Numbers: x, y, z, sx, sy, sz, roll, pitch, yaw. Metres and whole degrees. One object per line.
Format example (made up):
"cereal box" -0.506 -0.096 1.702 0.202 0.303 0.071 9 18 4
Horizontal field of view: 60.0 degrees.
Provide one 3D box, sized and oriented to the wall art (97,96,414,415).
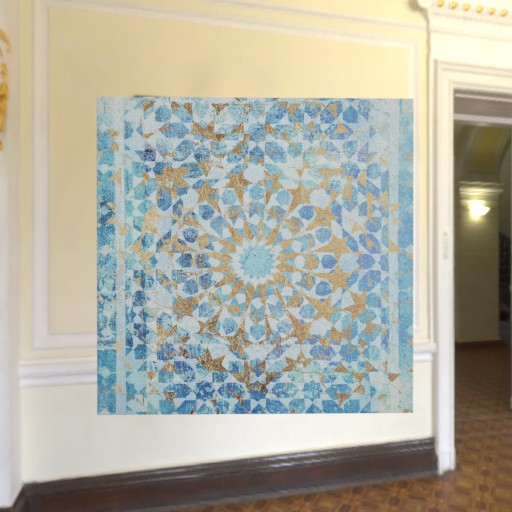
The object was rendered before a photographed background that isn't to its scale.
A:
"wall art" 0.000 0.000 0.871 0.609 0.609 0.040 0 0 -1
